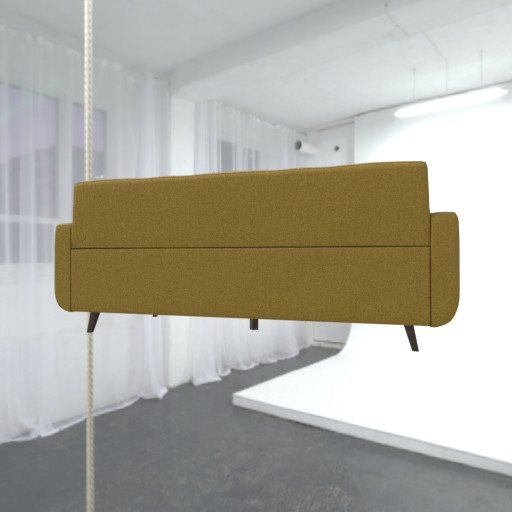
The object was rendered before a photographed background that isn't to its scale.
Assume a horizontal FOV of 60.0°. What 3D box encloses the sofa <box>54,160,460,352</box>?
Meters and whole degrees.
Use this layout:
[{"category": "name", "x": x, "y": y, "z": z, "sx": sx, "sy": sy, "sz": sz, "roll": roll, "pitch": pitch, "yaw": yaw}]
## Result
[{"category": "sofa", "x": 0.000, "y": 0.000, "z": 2.540, "sx": 2.029, "sy": 0.841, "sz": 0.909, "roll": 0, "pitch": -1, "yaw": 17}]
